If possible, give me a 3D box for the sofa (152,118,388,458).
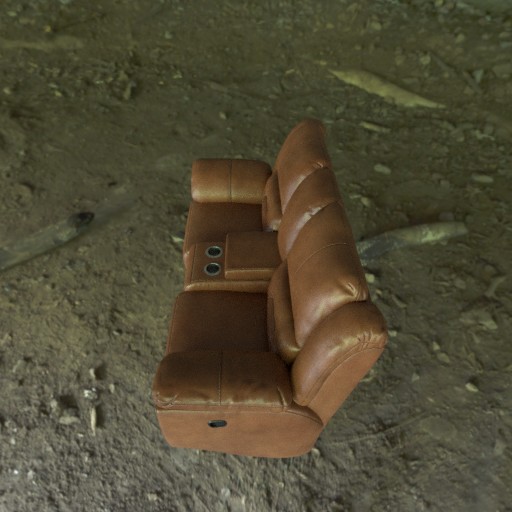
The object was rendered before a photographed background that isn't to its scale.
[{"bbox_3d":[0.000,0.000,2.656,0.991,1.043,2.058,-1,41,-1],"label":"sofa"}]
